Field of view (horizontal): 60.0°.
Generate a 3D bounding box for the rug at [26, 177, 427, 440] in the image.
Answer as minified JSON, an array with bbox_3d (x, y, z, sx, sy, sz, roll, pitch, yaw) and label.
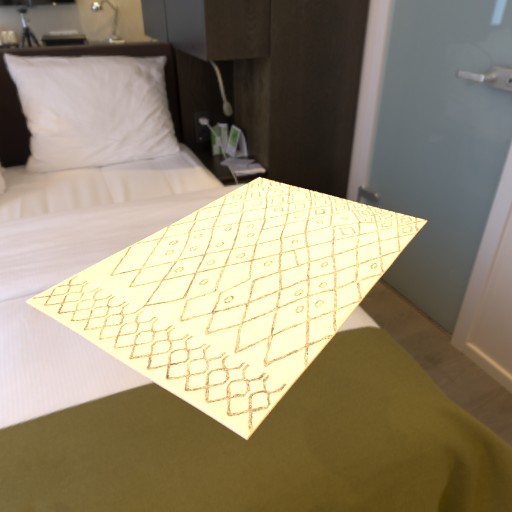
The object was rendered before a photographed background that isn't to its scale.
[{"bbox_3d":[0.000,0.000,2.311,1.222,0.015,1.828,20,37,29],"label":"rug"}]
